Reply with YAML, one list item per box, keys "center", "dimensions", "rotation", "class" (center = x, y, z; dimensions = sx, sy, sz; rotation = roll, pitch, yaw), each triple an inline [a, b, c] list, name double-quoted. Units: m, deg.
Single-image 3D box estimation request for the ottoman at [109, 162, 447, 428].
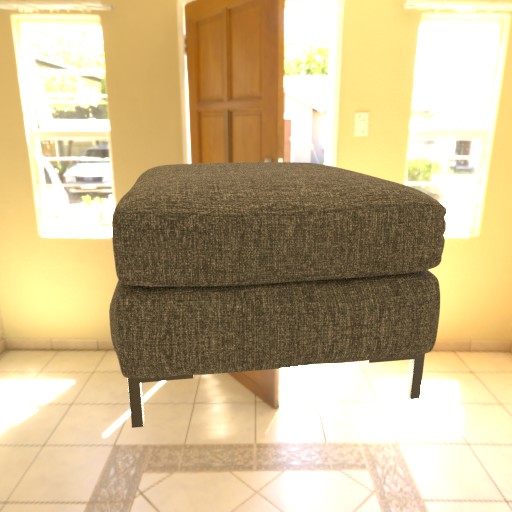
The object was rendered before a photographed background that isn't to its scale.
- center: [0.000, 0.000, 1.207]
  dimensions: [0.683, 0.480, 0.828]
  rotation: [-3, 16, -9]
  class: "ottoman"
